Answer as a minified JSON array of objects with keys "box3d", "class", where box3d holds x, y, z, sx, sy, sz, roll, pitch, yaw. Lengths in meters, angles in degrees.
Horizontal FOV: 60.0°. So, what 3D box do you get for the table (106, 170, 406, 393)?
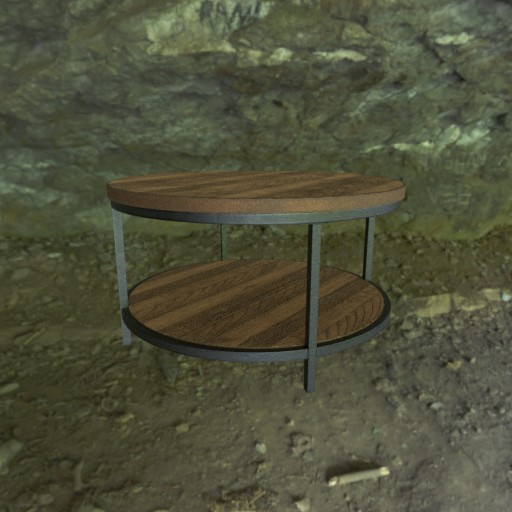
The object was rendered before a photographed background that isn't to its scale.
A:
[{"box3d":[0.000,0.000,1.363,0.837,0.462,0.837,0,15,0],"class":"table"}]
